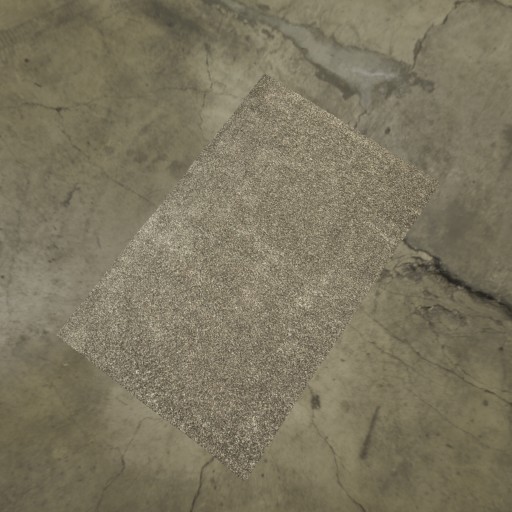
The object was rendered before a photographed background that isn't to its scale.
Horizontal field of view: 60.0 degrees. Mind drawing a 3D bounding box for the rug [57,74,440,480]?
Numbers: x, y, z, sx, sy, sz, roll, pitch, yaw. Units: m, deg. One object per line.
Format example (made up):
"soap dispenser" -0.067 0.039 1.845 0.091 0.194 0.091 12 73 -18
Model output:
"rug" 0.000 0.000 2.978 1.502 0.025 2.350 35 79 8
